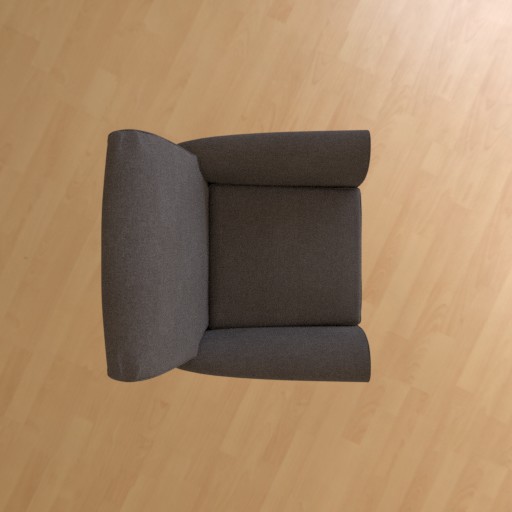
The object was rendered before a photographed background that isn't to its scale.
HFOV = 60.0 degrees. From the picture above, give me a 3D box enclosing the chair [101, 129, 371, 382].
[{"bbox_3d":[0.000,0.000,1.776,0.905,1.061,0.978,0,90,-1],"label":"chair"}]
